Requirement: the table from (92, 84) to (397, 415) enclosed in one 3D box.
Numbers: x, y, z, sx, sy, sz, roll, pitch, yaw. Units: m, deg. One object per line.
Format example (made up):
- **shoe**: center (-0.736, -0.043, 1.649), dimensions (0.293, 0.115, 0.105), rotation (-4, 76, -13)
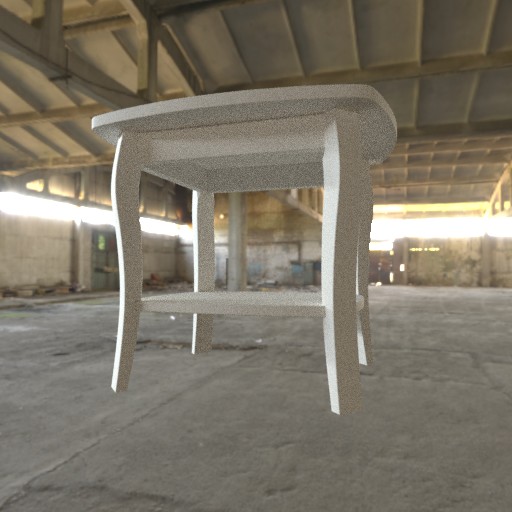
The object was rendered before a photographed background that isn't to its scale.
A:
- **table**: center (0.000, 0.000, 0.823), dimensions (0.502, 0.438, 0.451), rotation (0, -2, 18)
